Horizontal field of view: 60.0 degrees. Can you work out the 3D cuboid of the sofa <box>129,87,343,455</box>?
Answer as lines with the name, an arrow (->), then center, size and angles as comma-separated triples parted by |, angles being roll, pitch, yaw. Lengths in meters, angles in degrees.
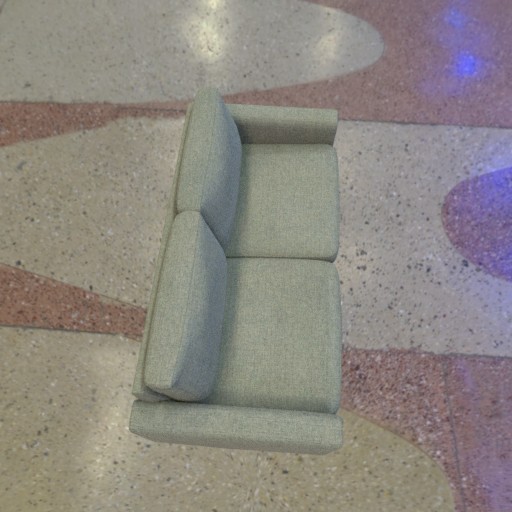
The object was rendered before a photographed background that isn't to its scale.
sofa -> 0.000, 0.000, 2.495 | 0.969, 0.892, 1.978 | 4, 63, 2
